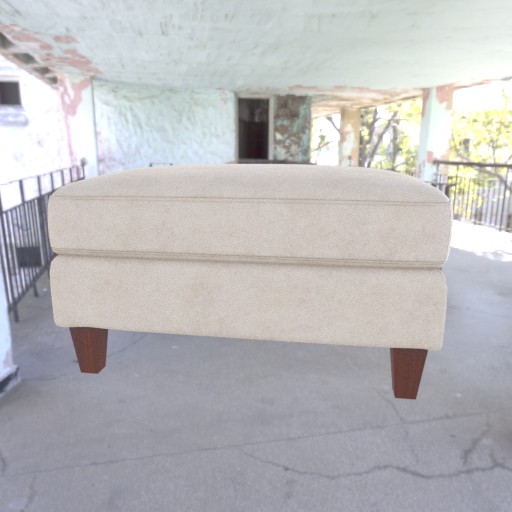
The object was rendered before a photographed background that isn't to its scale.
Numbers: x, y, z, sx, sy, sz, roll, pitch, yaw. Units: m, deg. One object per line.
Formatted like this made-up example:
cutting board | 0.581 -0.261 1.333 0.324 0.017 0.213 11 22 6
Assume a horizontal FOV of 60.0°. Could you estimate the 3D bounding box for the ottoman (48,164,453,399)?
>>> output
ottoman | 0.000 0.000 1.191 0.864 0.483 0.584 2 14 9
